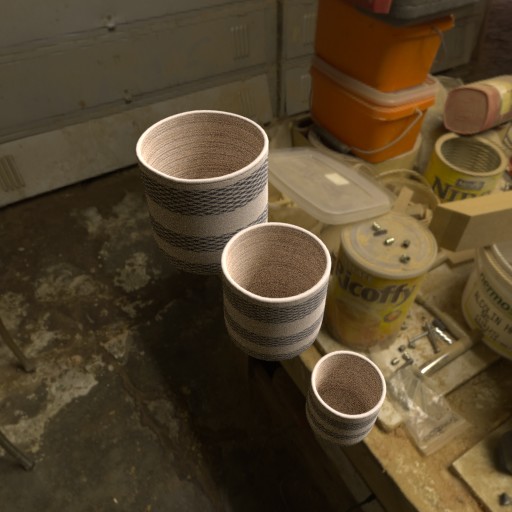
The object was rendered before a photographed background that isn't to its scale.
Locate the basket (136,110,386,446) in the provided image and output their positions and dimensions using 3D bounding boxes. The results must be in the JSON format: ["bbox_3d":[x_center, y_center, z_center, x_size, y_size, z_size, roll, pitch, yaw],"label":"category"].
[{"bbox_3d":[0.000,0.000,1.114,0.351,0.356,0.917,-22,50,-20],"label":"basket"}]
